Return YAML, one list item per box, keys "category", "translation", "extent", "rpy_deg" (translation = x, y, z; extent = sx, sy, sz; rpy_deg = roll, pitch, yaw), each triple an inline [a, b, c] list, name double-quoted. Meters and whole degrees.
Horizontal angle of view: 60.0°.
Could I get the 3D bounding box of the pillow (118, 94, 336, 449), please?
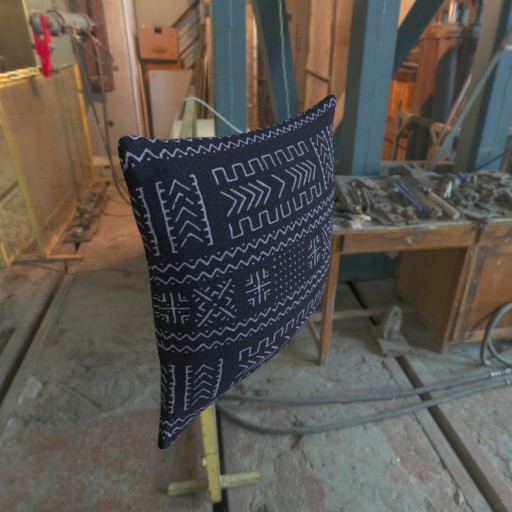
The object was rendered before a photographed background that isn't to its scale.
- category: "pillow"
  translation: [0.000, 0.000, 0.670]
  extent: [0.164, 0.430, 0.438]
  rpy_deg: [19, 33, 32]
